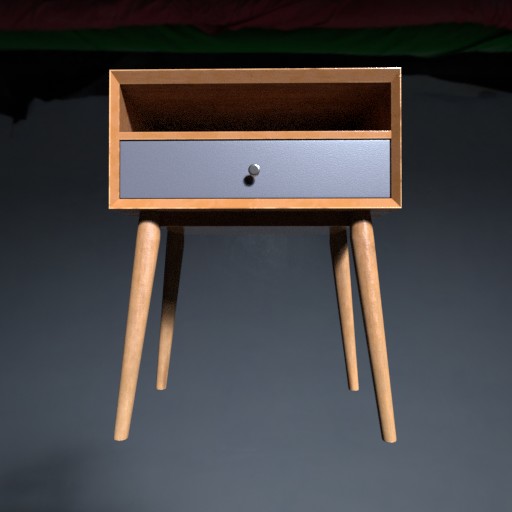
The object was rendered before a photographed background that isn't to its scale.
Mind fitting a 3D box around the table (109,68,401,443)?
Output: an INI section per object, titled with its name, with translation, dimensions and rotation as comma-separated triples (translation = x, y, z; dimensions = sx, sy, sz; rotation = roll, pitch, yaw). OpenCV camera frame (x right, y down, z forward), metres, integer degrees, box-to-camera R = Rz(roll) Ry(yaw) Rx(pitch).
[table]
translation = 0.000, 0.000, 0.834
dimensions = 0.454, 0.580, 0.307
rotation = 0, -1, 1
